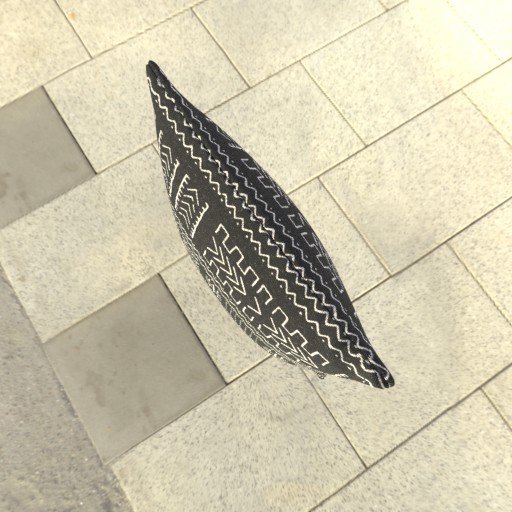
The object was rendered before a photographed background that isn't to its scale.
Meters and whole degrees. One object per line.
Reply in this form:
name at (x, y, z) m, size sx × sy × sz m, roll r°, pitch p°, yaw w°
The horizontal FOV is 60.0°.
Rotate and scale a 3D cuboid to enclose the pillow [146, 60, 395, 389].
pillow at (0.000, 0.000, 0.656) m, size 0.164 × 0.430 × 0.438 m, roll -34°, pitch 79°, yaw -8°
